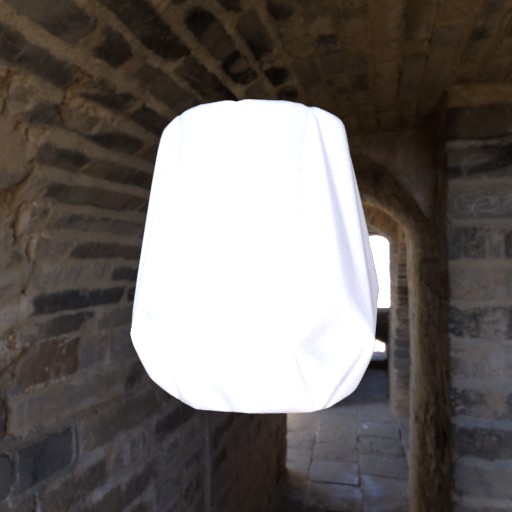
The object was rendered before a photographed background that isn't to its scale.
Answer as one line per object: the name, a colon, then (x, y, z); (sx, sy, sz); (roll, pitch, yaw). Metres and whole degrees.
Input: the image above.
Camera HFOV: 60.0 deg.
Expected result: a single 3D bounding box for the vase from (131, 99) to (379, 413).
vase: (0.000, 0.000, 0.262); (0.141, 0.152, 0.141); (0, -1, 0)
